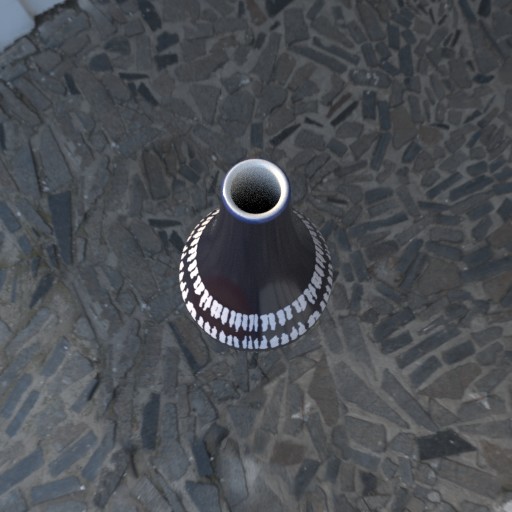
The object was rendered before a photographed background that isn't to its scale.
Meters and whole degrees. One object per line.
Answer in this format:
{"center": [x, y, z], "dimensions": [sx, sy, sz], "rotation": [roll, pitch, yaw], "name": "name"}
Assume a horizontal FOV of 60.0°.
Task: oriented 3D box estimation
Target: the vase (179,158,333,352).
{"center": [0.000, 0.000, 0.389], "dimensions": [0.159, 0.295, 0.159], "rotation": [0, 75, 0], "name": "vase"}
